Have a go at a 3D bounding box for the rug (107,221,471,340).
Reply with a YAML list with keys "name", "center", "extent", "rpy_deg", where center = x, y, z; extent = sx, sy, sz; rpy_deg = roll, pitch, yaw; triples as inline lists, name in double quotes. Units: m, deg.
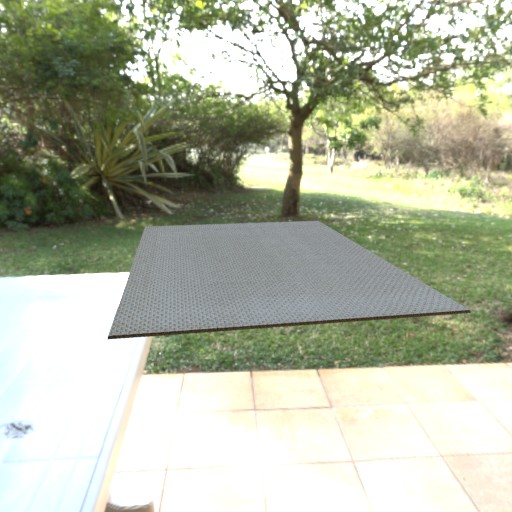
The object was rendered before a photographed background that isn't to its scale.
- name: "rug"
  center: [0.000, 0.000, 2.809]
  extent: [1.509, 0.013, 2.144]
  rpy_deg: [-3, 15, -10]
